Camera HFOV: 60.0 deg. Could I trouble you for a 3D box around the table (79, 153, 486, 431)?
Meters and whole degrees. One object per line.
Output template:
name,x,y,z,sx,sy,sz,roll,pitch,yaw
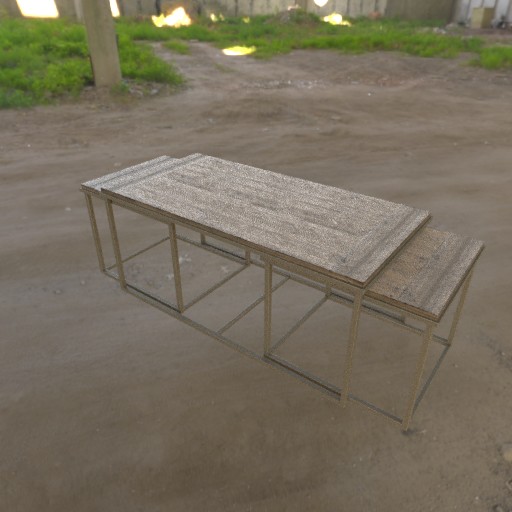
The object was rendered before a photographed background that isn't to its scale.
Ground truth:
table,0.000,0.000,1.533,1.312,0.427,0.489,21,36,31
